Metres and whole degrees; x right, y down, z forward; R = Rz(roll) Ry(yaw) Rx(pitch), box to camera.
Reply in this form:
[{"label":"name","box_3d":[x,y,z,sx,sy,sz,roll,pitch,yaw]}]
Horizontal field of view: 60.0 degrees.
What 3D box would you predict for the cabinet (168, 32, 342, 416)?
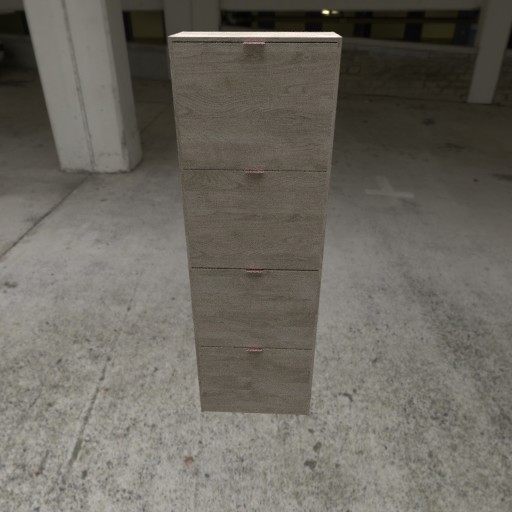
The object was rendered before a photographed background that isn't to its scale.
[{"label":"cabinet","box_3d":[0.000,0.000,1.819,0.520,1.630,0.250,1,30,2]}]
